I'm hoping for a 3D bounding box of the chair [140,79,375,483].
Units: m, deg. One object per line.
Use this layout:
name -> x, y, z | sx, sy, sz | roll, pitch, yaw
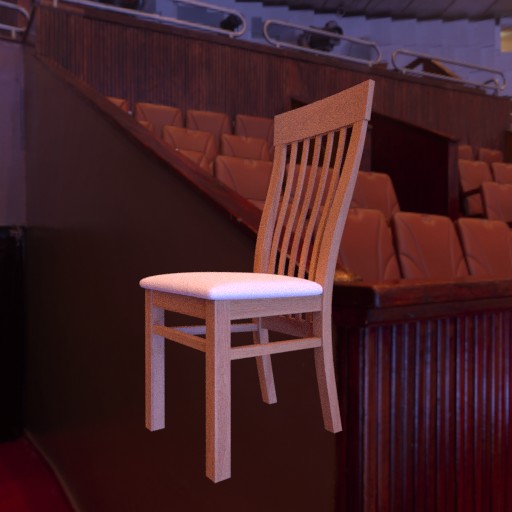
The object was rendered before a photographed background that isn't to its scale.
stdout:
chair -> 0.000, 0.000, 1.351 | 0.580, 1.050, 0.450 | -1, 1, -37
